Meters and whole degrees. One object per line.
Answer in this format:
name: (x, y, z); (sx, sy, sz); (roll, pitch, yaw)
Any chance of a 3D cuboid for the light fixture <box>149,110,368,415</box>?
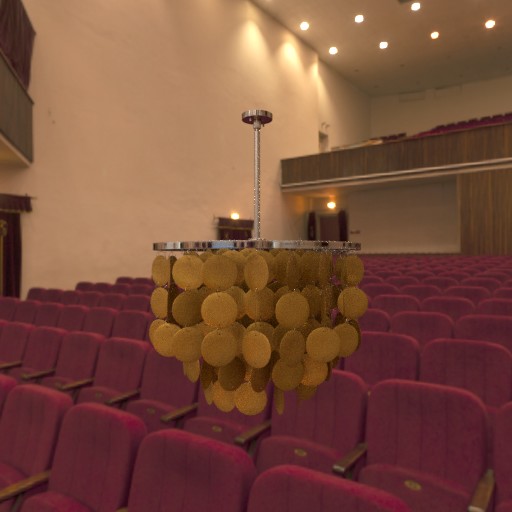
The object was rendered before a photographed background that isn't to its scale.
light fixture: (0.000, 0.000, 0.766); (0.368, 0.492, 0.368); (0, 0, 0)
